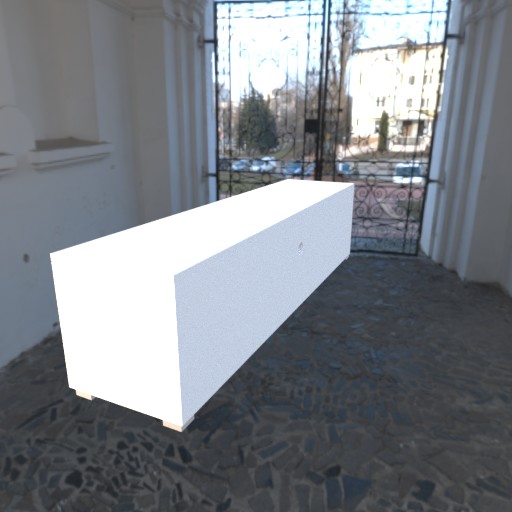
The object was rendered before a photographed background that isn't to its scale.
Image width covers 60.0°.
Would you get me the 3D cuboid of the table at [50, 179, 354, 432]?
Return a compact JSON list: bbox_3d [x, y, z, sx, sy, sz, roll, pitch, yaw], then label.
[{"bbox_3d":[0.000,0.000,1.841,0.390,0.420,1.650,8,19,25],"label":"table"}]
